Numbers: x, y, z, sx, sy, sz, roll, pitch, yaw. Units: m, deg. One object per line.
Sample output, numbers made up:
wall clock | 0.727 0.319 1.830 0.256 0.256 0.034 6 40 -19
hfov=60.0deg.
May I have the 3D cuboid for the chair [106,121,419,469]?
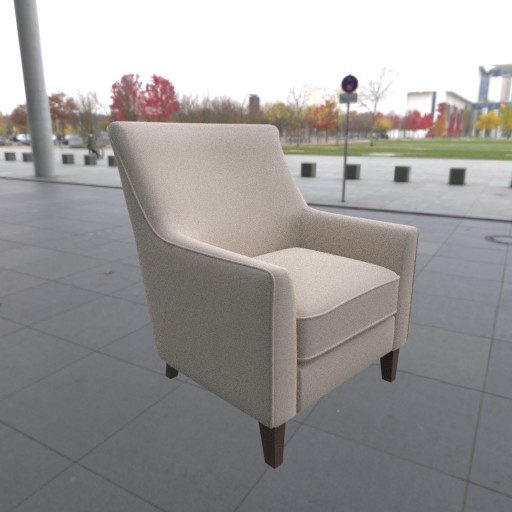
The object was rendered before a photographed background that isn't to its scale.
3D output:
chair | 0.000 0.000 1.577 0.756 0.916 0.879 -15 21 -42
